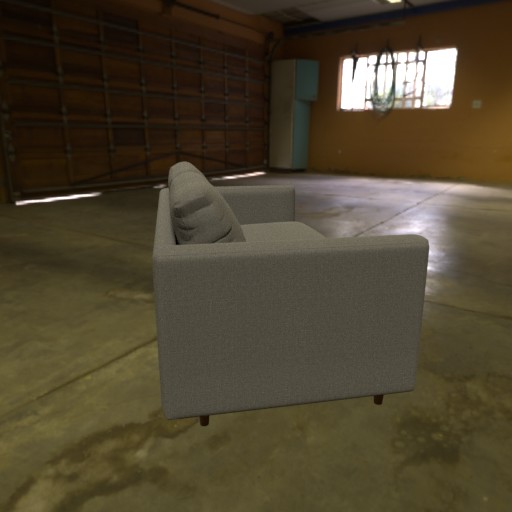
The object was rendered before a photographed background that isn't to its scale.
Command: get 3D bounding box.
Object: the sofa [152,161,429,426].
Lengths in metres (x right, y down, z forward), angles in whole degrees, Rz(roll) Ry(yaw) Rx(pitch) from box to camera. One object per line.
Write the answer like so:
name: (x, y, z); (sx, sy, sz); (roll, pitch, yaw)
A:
sofa: (0.000, 0.000, 2.217); (0.940, 0.866, 1.713); (-3, 16, -11)
